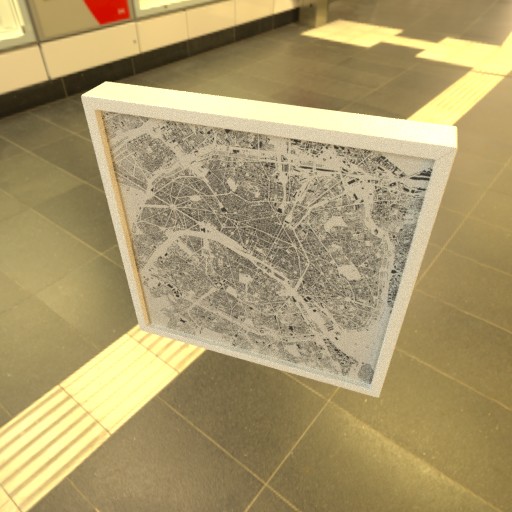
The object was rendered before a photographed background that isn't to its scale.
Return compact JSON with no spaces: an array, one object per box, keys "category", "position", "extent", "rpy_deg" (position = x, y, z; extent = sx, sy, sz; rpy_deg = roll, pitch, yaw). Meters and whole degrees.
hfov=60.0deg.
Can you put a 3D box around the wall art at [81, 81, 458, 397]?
[{"category":"wall art","position":[0.000,0.000,0.451],"extent":[0.305,0.305,0.038],"rpy_deg":[12,41,14]}]
